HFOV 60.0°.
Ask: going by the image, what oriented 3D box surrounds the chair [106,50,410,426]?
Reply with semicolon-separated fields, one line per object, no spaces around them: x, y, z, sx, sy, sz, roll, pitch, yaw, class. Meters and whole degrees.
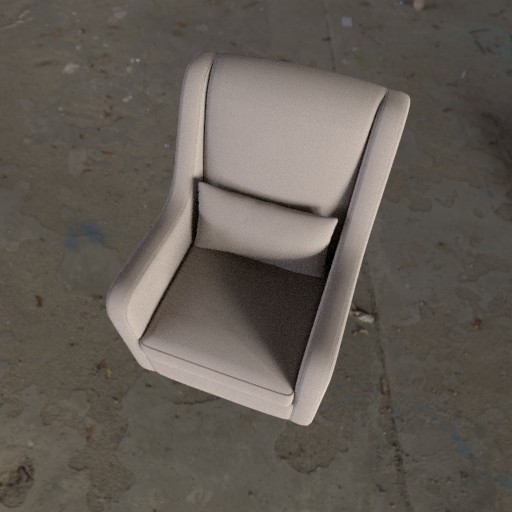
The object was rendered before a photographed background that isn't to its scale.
0.000;0.000;1.589;0.715;1.010;0.863;16;58;11;chair
